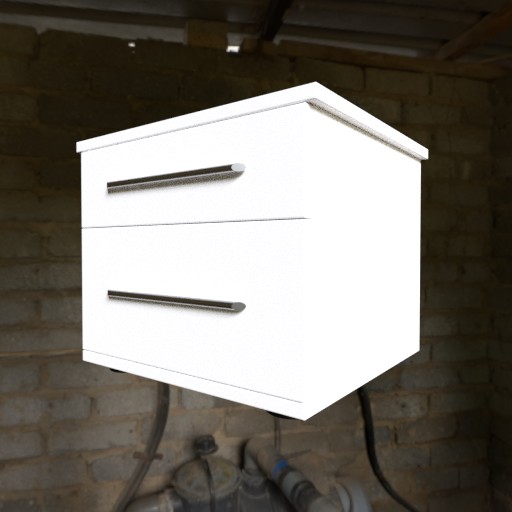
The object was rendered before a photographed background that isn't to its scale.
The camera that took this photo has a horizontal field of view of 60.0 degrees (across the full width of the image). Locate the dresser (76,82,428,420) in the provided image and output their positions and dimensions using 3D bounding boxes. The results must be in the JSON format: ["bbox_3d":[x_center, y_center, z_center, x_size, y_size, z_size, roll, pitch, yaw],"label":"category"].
[{"bbox_3d":[0.000,0.000,0.724,0.430,0.360,0.400,1,1,37],"label":"dresser"}]
